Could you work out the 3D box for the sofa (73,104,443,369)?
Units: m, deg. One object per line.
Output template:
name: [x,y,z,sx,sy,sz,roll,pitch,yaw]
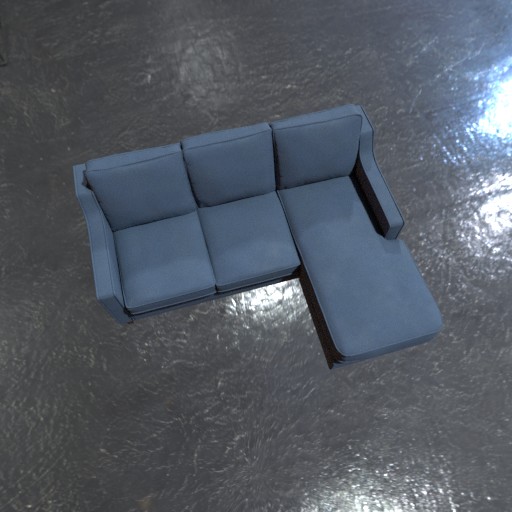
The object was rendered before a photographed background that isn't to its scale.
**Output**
sofa: [0.000,0.000,3.340,2.317,1.066,1.858,-14,65,-7]
